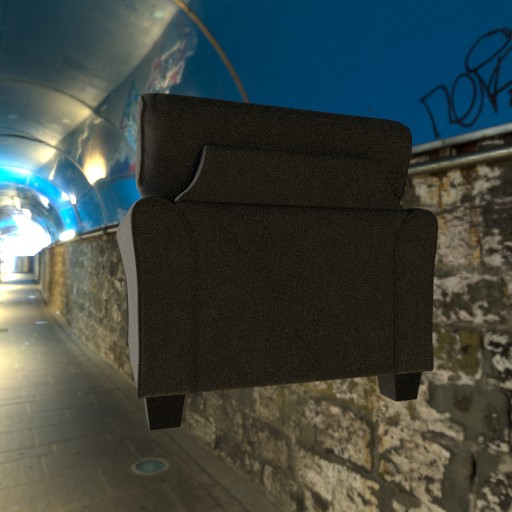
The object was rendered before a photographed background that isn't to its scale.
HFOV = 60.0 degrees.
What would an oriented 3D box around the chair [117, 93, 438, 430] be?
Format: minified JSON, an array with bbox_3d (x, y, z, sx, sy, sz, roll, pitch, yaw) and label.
[{"bbox_3d":[0.000,0.000,1.586,0.941,0.890,0.816,0,-1,-18],"label":"chair"}]
